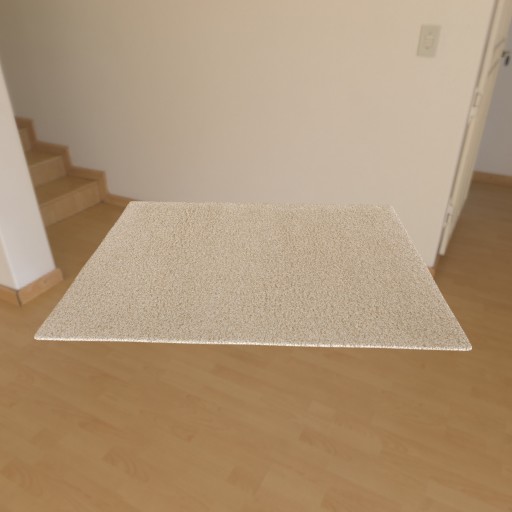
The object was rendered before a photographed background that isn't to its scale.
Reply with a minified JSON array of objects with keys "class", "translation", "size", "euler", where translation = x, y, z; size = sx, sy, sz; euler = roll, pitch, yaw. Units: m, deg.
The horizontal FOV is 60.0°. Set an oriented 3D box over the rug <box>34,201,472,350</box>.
[{"class":"rug","translation":[0.000,0.000,4.113],"size":[3.047,0.029,2.438],"euler":[1,30,2]}]
